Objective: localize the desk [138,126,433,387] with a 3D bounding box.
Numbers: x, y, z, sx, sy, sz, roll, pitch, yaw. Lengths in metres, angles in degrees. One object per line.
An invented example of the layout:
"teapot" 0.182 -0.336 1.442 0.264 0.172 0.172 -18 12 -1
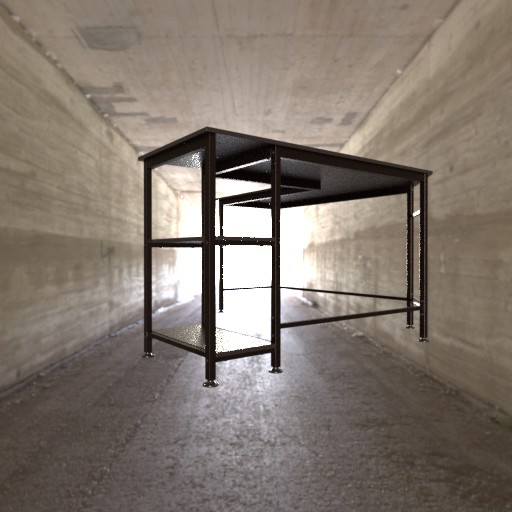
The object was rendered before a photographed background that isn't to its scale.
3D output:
"desk" 0.000 0.000 2.210 1.379 0.739 1.379 0 0 -37
